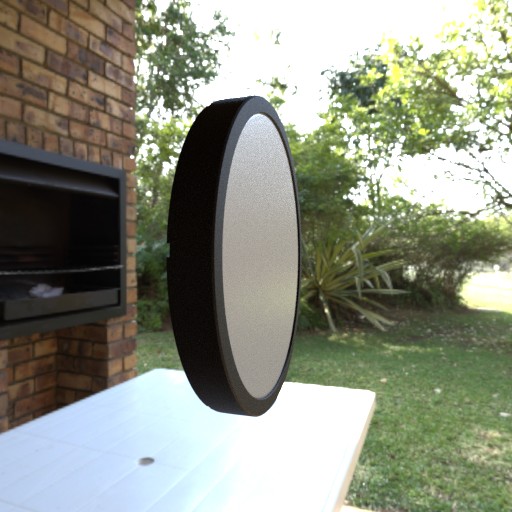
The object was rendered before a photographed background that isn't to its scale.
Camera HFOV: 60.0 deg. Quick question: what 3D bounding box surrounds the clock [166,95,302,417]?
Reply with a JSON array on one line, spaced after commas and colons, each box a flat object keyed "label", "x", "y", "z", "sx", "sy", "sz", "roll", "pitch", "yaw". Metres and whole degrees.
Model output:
[{"label": "clock", "x": 0.000, "y": 0.000, "z": 0.432, "sx": 0.040, "sy": 0.293, "sz": 0.293, "roll": 0, "pitch": 0, "yaw": 17}]
